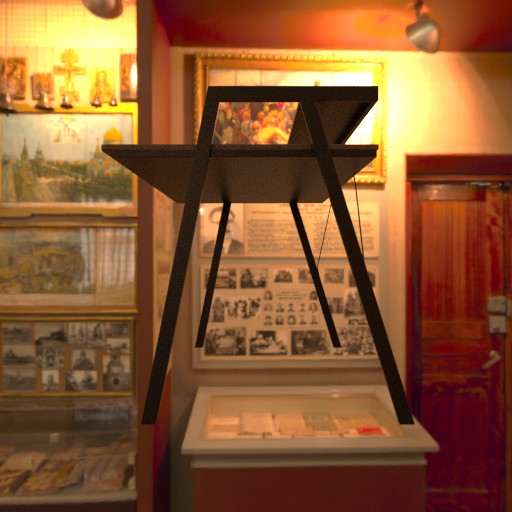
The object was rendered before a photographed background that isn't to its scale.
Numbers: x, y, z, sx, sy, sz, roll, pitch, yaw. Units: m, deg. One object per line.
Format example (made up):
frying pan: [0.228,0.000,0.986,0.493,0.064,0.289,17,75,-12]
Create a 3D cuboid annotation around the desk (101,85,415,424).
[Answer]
desk: [0.000,0.000,1.877,0.936,0.998,1.143,0,0,0]
